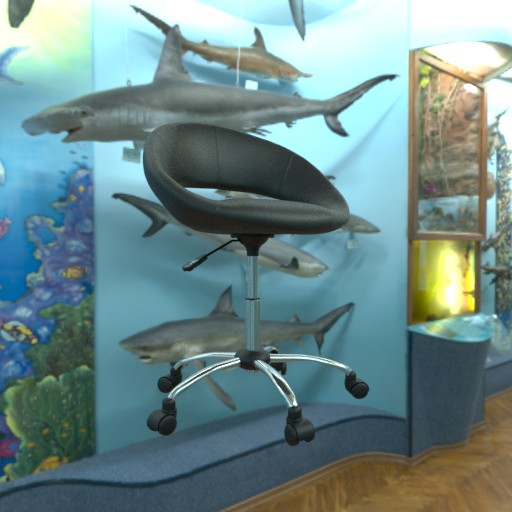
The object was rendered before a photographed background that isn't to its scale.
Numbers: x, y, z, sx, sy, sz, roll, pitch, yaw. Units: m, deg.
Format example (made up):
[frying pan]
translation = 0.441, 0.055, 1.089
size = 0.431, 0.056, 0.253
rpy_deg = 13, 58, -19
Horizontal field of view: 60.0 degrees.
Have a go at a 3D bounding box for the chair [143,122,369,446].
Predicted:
[chair]
translation = 0.000, 0.000, 1.171
size = 0.612, 0.791, 0.538
rpy_deg = -1, 1, -35
